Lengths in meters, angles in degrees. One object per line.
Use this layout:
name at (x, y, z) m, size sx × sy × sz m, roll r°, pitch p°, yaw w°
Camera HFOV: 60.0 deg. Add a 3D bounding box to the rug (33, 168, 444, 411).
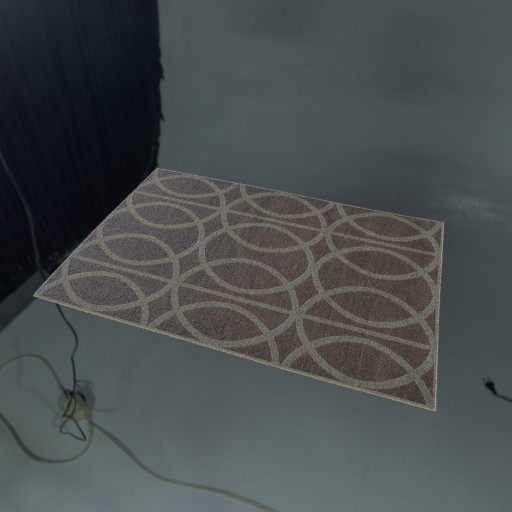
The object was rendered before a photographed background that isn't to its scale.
rug at (0.000, 0.000, 2.876) m, size 2.290 × 0.014 × 1.526 m, roll 13°, pitch 44°, yaw 14°
